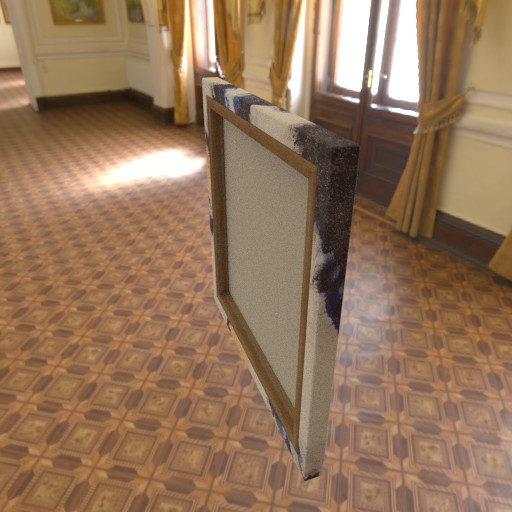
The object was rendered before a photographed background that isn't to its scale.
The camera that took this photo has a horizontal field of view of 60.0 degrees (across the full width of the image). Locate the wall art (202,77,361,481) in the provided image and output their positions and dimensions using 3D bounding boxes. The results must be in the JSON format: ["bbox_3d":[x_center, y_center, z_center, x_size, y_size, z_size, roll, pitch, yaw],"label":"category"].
[{"bbox_3d":[0.000,0.000,0.906,0.039,0.609,0.609,-10,31,-17],"label":"wall art"}]
